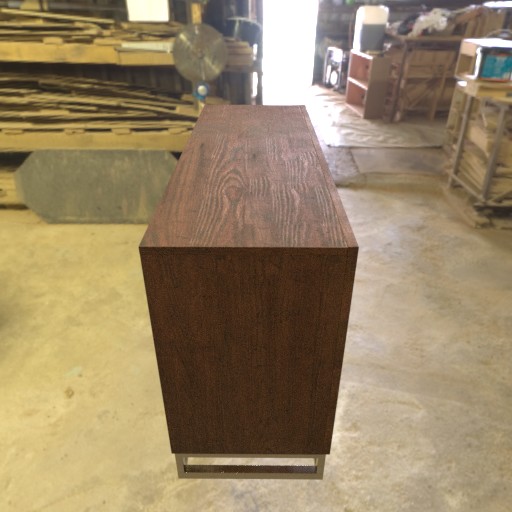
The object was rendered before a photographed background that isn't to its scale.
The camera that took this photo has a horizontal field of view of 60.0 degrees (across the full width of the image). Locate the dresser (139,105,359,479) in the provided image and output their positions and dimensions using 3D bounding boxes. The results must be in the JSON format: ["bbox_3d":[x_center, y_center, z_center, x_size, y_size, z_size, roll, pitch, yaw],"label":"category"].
[{"bbox_3d":[0.000,0.000,2.158,0.623,1.061,1.646,0,31,0],"label":"dresser"}]
